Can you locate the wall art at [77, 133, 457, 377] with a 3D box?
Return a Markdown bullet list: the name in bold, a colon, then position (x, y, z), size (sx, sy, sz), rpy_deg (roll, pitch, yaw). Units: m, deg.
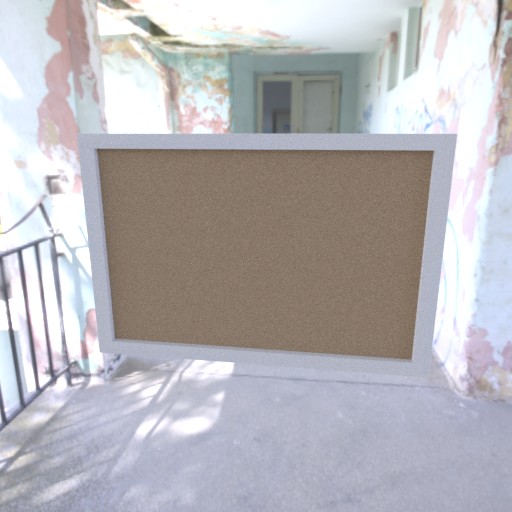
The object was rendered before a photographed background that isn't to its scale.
- **wall art**: position (0.000, 0.000, 1.440), size (1.144, 0.767, 0.038), rpy_deg (2, 16, 8)
